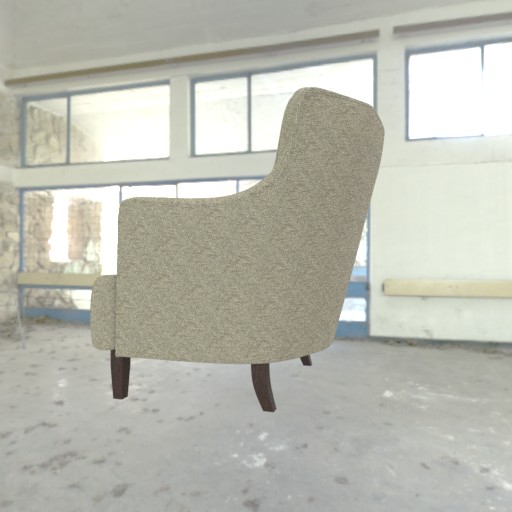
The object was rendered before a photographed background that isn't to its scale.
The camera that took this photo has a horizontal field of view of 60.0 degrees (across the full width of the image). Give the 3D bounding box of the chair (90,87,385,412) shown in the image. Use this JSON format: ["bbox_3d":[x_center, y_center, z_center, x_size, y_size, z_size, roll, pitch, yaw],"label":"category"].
[{"bbox_3d":[0.000,0.000,1.662,0.910,0.920,0.820,0,0,18],"label":"chair"}]
